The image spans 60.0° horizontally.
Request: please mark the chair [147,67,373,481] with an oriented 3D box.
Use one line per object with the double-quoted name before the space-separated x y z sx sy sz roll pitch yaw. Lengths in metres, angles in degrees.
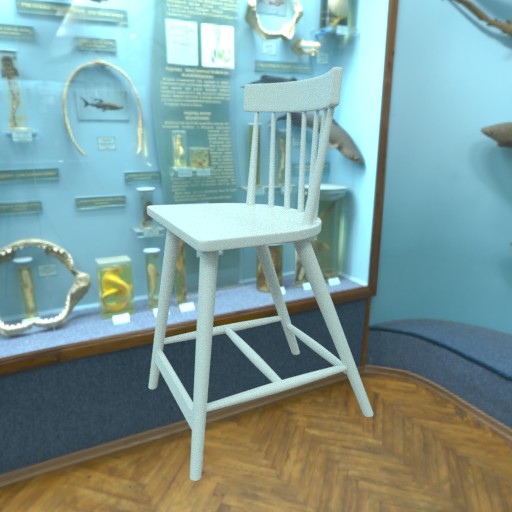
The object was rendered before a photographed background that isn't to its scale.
"chair" 0.000 0.000 1.257 0.572 0.952 0.483 -8 18 -25
